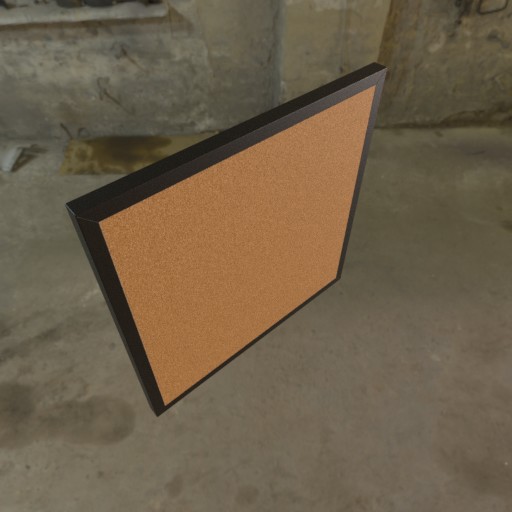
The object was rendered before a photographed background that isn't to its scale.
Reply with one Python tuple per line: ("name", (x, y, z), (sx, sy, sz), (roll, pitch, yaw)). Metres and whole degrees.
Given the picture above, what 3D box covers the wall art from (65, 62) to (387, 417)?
("wall art", (0.000, 0.000, 1.139), (0.765, 0.765, 0.038), (-33, 56, -26))
